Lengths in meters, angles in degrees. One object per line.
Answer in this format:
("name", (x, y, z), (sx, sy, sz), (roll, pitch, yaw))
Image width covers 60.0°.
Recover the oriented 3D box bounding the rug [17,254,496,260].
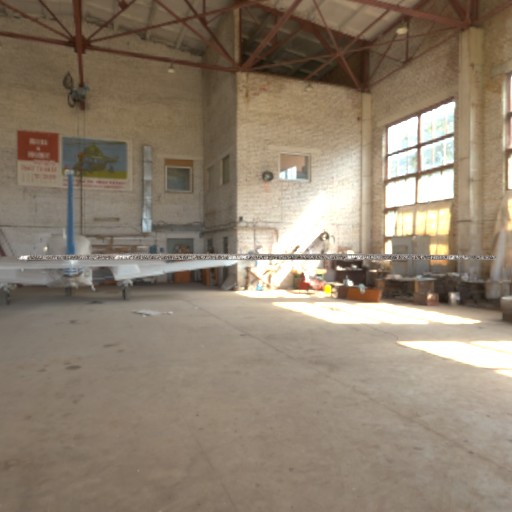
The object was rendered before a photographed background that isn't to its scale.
("rug", (0.000, 0.000, 4.011), (3.047, 0.029, 2.438), (0, 1, -1))
